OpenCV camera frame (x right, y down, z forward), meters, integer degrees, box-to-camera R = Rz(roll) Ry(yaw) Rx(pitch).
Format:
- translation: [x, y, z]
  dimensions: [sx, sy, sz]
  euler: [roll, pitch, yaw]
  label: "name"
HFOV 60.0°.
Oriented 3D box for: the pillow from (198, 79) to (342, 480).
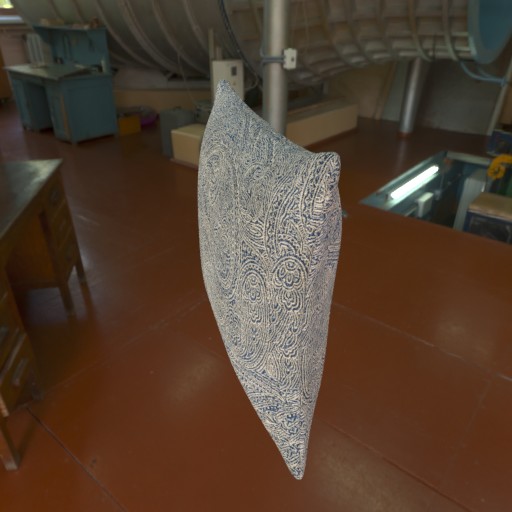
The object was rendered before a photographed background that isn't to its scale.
- translation: [0.000, 0.000, 0.770]
  dimensions: [0.166, 0.510, 0.523]
  euler: [-8, 31, -14]
  label: "pillow"
